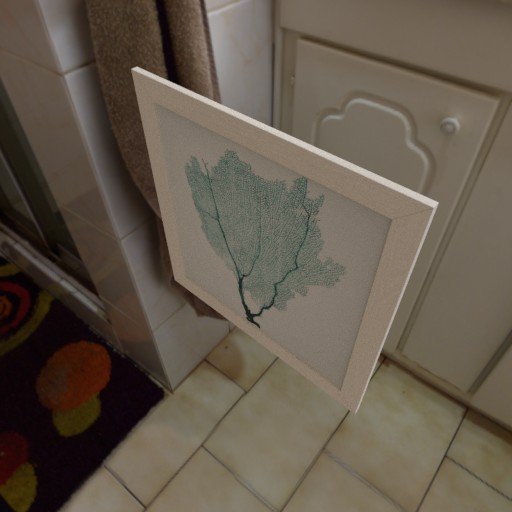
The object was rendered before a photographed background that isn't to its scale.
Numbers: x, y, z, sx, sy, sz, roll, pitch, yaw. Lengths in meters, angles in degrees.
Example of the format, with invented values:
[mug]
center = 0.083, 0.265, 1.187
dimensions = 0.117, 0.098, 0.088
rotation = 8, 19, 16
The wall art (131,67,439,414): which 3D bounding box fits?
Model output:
[wall art]
center = 0.000, 0.000, 0.868
dimensions = 0.572, 0.577, 0.015
rotation = 32, 55, 27
